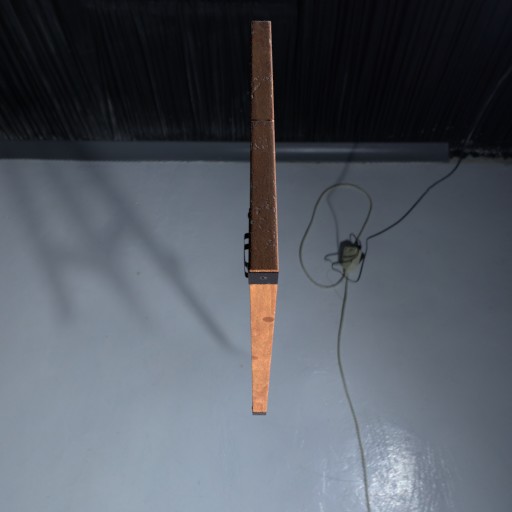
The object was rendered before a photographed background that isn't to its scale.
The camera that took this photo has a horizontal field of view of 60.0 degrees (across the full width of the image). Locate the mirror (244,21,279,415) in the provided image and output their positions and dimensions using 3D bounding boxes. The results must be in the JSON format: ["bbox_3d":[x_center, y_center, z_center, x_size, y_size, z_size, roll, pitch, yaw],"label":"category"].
[{"bbox_3d":[0.000,0.000,0.976,0.053,0.761,0.517,0,58,0],"label":"mirror"}]
